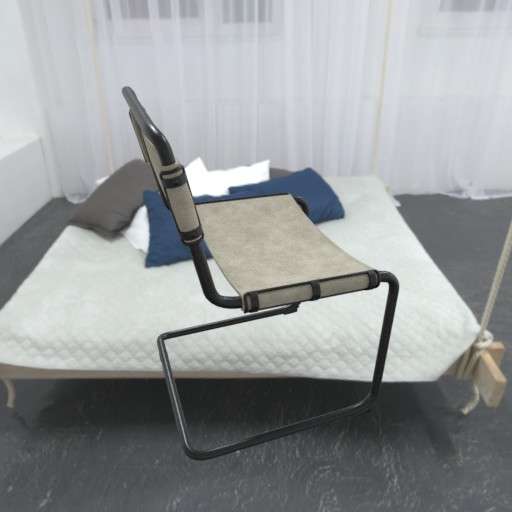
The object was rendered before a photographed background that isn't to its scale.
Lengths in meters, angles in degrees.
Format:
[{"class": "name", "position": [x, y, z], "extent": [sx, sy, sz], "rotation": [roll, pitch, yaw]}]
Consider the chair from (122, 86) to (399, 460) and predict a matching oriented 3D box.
[{"class": "chair", "position": [0.000, 0.000, 1.072], "extent": [0.497, 0.747, 0.499], "rotation": [-10, 31, -17]}]
